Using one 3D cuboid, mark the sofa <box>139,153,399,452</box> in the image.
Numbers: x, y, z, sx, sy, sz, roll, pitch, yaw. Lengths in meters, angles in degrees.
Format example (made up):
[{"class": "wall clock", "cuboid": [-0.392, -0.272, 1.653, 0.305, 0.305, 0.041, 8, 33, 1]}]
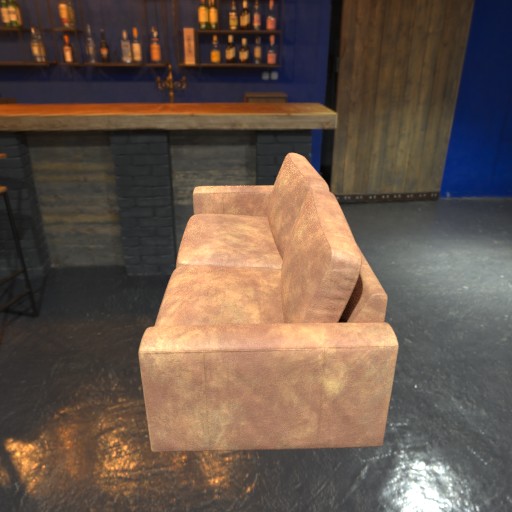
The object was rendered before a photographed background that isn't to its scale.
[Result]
[{"class": "sofa", "cuboid": [0.000, 0.000, 2.677, 1.016, 0.873, 2.179, -1, 25, -1]}]
